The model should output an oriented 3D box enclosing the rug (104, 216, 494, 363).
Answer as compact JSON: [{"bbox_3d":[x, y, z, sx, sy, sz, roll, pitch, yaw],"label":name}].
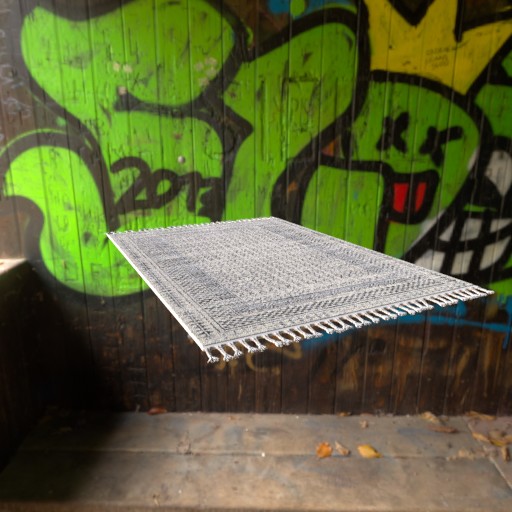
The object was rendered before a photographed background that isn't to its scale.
[{"bbox_3d":[0.000,0.000,2.308,1.243,0.013,1.872,-8,18,-26],"label":"rug"}]
